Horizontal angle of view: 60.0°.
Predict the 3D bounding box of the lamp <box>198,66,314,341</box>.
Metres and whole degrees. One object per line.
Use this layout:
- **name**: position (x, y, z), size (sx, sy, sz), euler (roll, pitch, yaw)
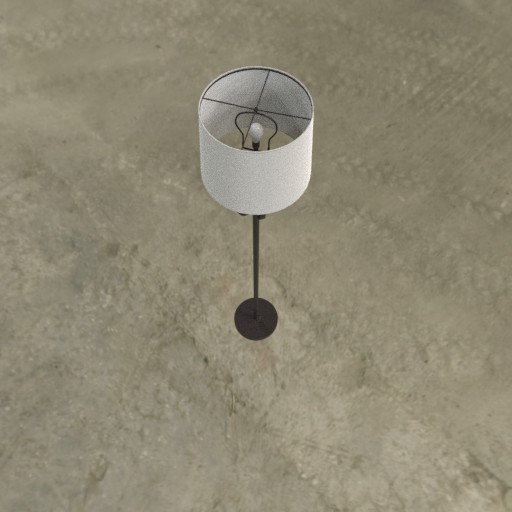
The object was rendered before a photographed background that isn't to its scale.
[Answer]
- **lamp**: position (0.000, 0.000, 1.621), size (0.286, 1.462, 0.286), euler (-14, 64, -7)
